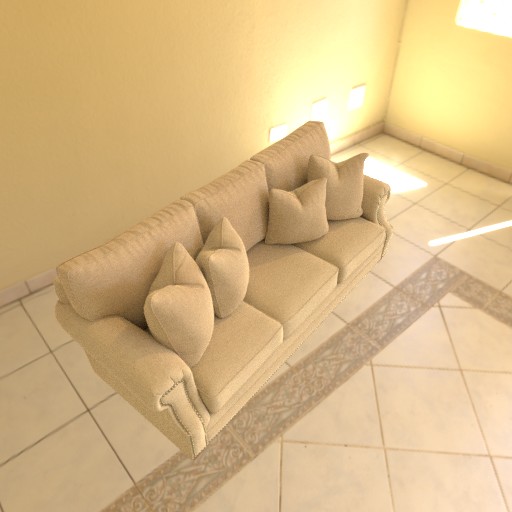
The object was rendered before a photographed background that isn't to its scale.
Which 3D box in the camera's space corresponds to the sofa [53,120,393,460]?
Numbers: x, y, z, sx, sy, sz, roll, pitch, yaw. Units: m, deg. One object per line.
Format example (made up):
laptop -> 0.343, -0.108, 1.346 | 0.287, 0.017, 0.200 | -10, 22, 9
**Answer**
sofa -> 0.000, 0.000, 2.847 | 0.965, 0.975, 2.312 | 28, 48, 29
